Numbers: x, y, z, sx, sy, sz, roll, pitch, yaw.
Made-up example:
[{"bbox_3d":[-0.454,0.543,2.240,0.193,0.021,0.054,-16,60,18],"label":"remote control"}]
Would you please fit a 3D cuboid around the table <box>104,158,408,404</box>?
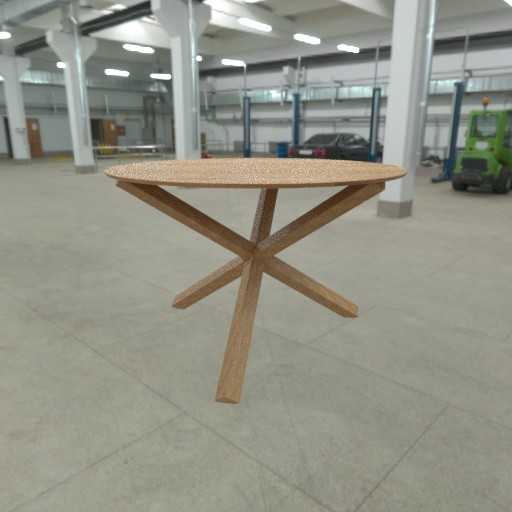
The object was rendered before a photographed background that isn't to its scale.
[{"bbox_3d":[0.000,0.000,1.682,1.038,0.666,1.038,0,16,0],"label":"table"}]
